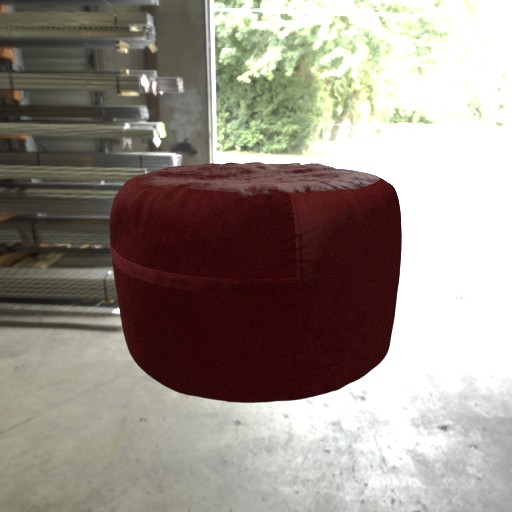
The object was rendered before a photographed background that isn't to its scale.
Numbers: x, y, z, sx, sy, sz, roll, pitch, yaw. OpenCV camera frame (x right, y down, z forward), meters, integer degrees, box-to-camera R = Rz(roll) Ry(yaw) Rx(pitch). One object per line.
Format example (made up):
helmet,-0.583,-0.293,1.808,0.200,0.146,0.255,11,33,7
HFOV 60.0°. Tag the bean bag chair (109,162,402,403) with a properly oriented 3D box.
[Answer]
bean bag chair,0.000,0.000,1.963,1.219,0.762,1.219,0,17,0
